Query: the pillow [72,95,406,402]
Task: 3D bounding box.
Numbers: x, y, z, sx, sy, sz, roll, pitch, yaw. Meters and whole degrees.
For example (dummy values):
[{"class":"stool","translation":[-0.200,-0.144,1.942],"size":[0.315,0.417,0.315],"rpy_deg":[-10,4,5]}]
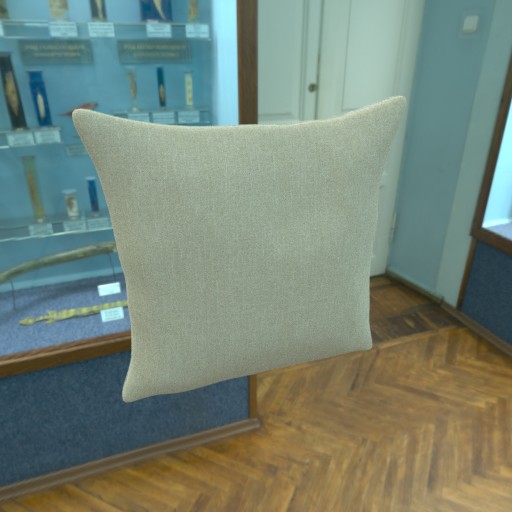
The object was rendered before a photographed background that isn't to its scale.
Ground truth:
[{"class":"pillow","translation":[0.000,0.000,0.650],"size":[0.436,0.432,0.138],"rpy_deg":[-8,27,-16]}]
